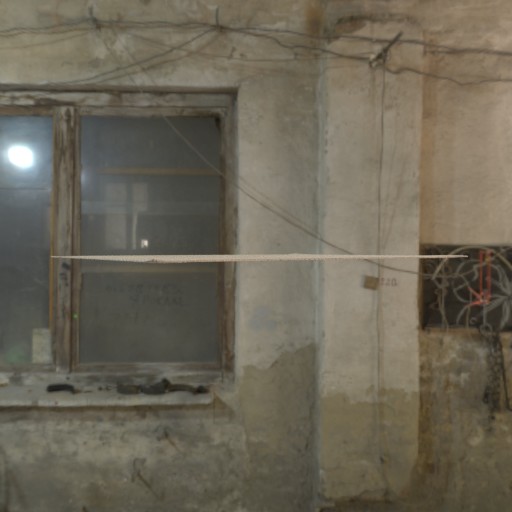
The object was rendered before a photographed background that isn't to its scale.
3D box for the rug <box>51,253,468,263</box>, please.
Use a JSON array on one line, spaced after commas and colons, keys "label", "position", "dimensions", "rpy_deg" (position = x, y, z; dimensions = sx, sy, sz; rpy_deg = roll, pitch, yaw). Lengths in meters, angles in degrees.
[{"label": "rug", "position": [0.000, 0.000, 3.896], "dimensions": [2.897, 0.035, 2.277], "rpy_deg": [0, 1, -36]}]
